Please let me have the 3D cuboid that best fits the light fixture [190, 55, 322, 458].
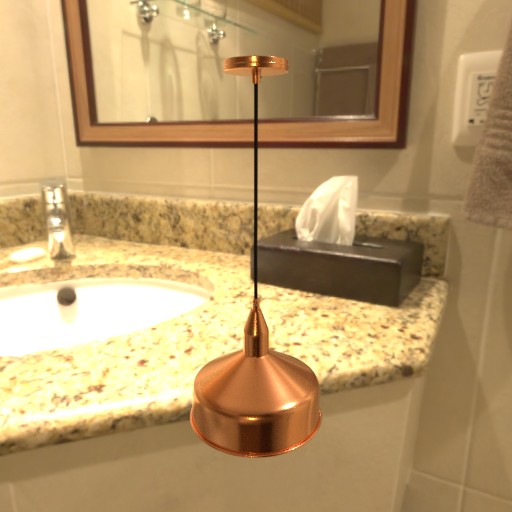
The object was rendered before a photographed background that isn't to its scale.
[{"bbox_3d":[0.000,0.000,0.927,0.301,0.754,0.301,-3,15,-9],"label":"light fixture"}]
